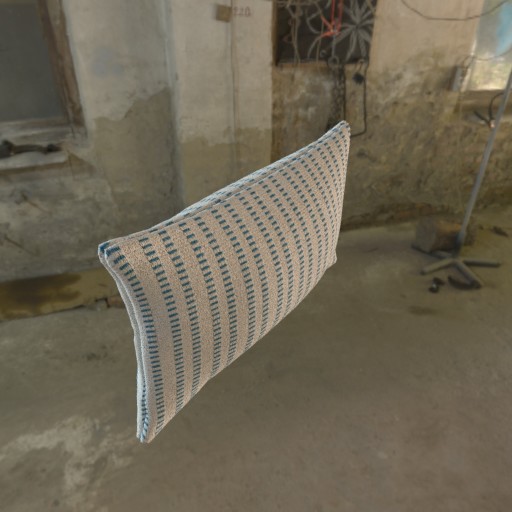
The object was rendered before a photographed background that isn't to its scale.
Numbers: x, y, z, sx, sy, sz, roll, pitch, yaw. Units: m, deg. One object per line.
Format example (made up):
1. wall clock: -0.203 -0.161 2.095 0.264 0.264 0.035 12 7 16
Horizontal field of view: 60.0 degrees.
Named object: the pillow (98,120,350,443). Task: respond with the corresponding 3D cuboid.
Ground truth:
1. pillow: 0.000 0.000 0.811 0.210 0.353 0.640 21 38 29
